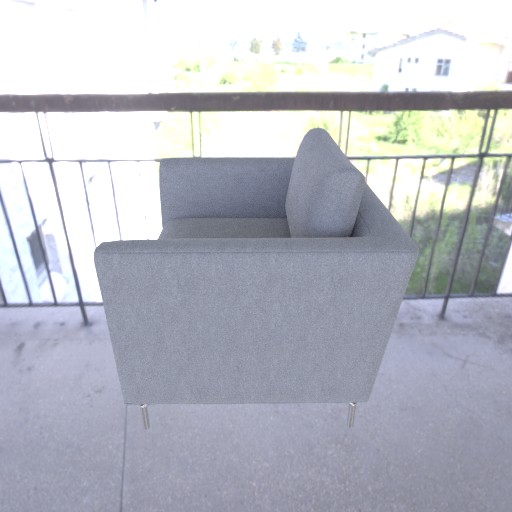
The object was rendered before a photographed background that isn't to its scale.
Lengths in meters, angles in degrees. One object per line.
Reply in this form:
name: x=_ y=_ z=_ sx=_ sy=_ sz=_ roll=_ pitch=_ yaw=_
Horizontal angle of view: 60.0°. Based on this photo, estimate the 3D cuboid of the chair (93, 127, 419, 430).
chair: x=0.000 y=0.000 z=1.730 sx=0.889 sy=0.864 sz=1.041 roll=0 pitch=26 yaw=-1
